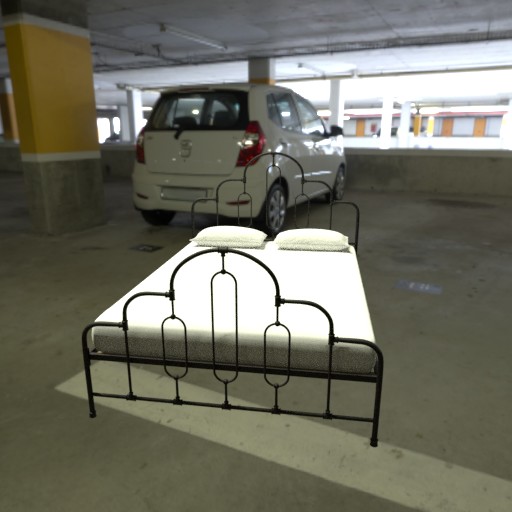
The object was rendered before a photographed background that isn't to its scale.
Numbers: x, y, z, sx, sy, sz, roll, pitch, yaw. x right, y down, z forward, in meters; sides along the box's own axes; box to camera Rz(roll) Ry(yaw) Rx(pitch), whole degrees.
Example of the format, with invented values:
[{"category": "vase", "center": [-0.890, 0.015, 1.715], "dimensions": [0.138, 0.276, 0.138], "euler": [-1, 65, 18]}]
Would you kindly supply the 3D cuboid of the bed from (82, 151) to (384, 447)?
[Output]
[{"category": "bed", "center": [0.000, 0.000, 3.289], "dimensions": [1.640, 1.429, 2.163], "euler": [2, 16, 9]}]
